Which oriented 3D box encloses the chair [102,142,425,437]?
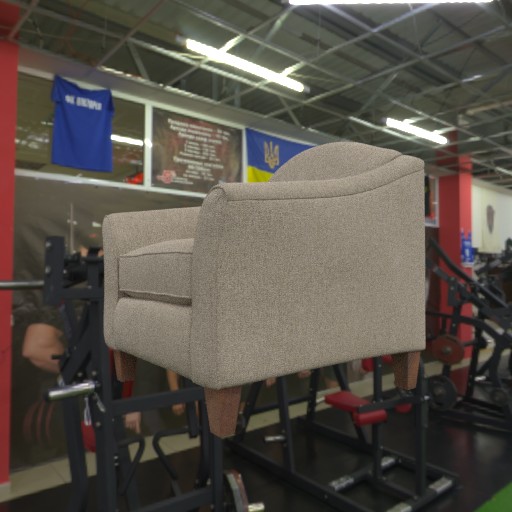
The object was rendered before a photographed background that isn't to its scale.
[{"bbox_3d":[0.000,0.000,1.453,0.787,0.839,0.763,1,-2,-37],"label":"chair"}]
